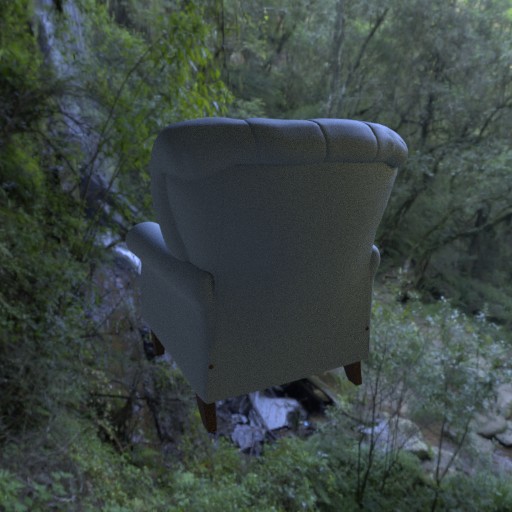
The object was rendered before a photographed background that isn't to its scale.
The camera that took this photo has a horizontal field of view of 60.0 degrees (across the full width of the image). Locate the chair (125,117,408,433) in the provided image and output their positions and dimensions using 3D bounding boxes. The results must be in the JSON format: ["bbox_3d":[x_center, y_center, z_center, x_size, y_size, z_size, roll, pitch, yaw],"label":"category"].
[{"bbox_3d":[0.000,0.000,2.094,1.090,1.217,1.128,-8,17,-26],"label":"chair"}]
